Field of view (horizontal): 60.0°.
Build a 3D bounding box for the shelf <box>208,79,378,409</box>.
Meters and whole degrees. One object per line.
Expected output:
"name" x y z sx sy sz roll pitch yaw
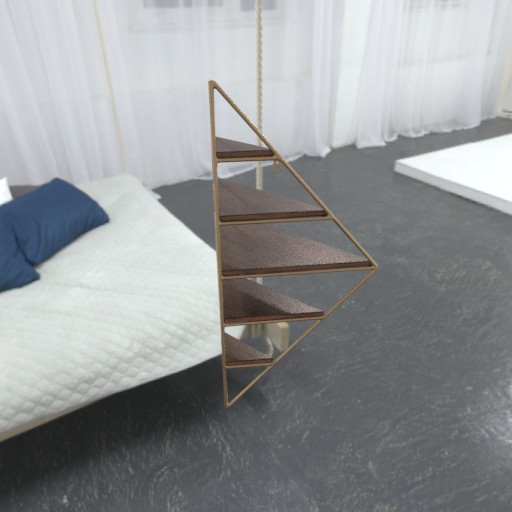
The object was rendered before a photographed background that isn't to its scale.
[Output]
"shelf" 0.000 0.000 1.181 0.564 0.913 0.294 21 36 32
